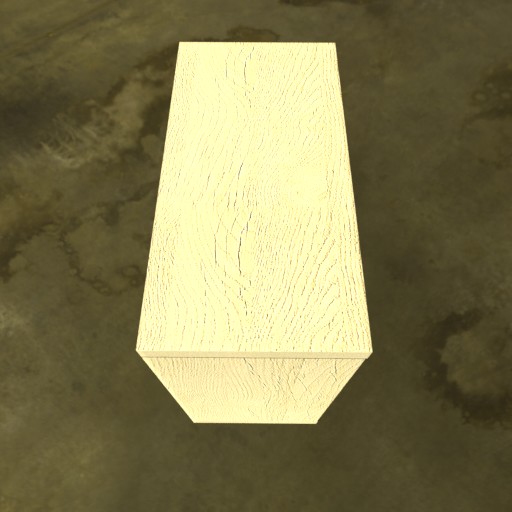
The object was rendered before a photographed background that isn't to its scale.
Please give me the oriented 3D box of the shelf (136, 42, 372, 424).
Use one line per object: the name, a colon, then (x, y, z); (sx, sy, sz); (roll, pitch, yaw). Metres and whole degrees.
shelf: (0.000, 0.000, 1.265); (0.390, 0.786, 0.790); (0, 61, 0)
